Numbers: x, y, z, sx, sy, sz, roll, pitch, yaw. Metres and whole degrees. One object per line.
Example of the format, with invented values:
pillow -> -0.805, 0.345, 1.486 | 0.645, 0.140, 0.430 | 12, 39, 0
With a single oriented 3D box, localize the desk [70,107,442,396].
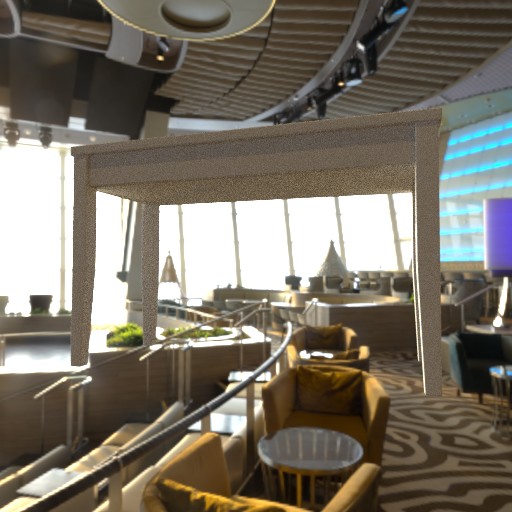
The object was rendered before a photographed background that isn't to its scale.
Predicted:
desk -> 0.000, 0.000, 1.610 | 1.220, 0.775, 0.508 | -1, -2, 18
